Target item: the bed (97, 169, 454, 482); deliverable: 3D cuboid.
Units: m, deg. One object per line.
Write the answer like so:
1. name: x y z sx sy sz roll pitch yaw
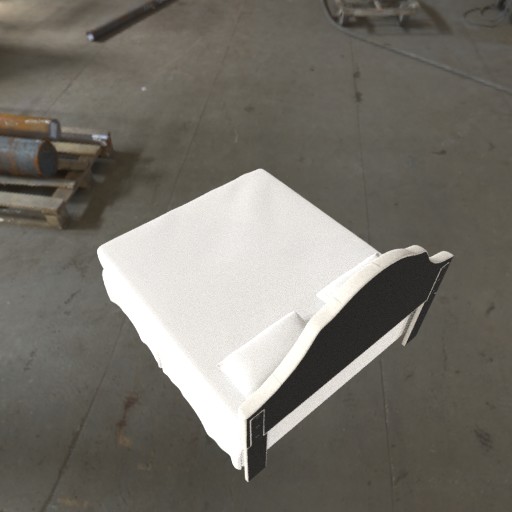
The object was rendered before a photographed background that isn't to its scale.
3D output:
1. bed: 0.000 0.000 3.606 2.008 1.615 2.214 -31 54 -26
